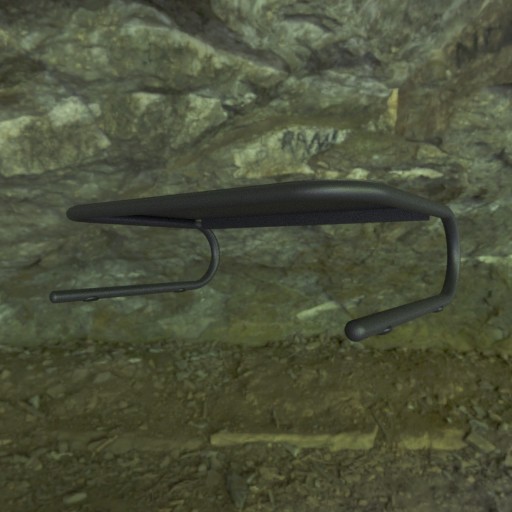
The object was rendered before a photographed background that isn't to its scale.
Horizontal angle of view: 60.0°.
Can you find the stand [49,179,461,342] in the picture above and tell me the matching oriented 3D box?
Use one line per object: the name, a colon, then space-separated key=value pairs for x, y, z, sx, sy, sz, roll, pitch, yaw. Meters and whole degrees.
stand: x=0.000 y=0.000 z=0.495 sx=0.370 sy=0.108 sz=0.280 roll=0 pitch=1 yaw=36
